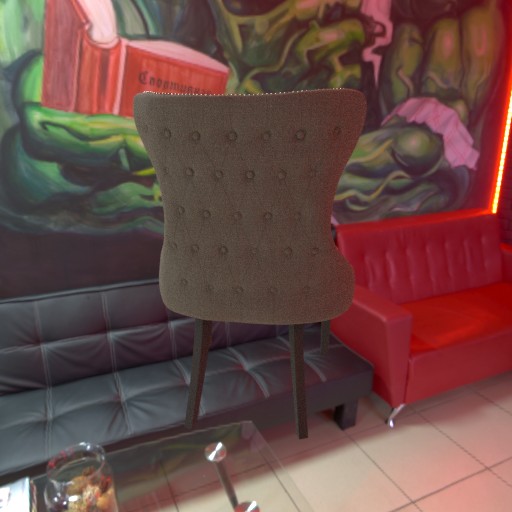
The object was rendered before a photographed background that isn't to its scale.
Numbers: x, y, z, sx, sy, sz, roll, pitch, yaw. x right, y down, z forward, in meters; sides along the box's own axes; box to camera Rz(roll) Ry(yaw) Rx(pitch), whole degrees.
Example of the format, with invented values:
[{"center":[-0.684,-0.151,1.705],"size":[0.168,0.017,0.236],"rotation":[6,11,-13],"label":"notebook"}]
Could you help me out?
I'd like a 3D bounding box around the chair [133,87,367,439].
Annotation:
[{"center":[0.000,0.000,1.405],"size":[0.628,0.967,0.635],"rotation":[2,17,7],"label":"chair"}]
